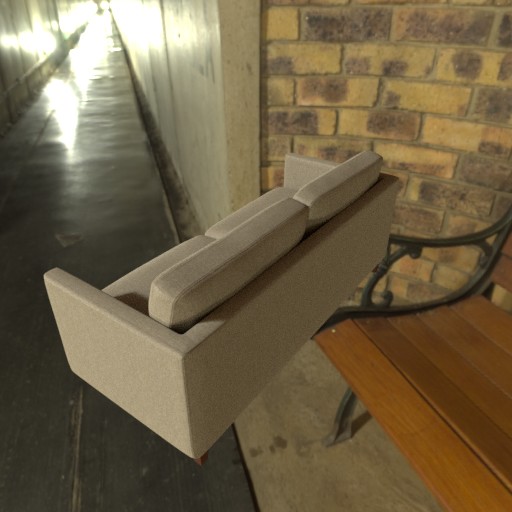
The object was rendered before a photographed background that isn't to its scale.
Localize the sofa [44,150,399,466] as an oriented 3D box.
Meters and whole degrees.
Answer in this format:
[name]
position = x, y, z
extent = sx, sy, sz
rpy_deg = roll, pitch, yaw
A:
[sofa]
position = 0.000, 0.000, 2.742
extent = 0.956, 0.963, 2.208
rpy_deg = 21, 37, 30
